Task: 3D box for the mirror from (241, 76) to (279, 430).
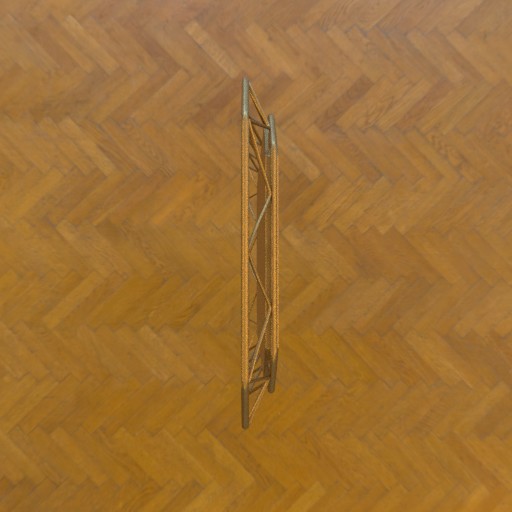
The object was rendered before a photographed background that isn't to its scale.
[{"bbox_3d":[0.000,0.000,0.730,0.042,0.566,0.417,0,89,-1],"label":"mirror"}]
